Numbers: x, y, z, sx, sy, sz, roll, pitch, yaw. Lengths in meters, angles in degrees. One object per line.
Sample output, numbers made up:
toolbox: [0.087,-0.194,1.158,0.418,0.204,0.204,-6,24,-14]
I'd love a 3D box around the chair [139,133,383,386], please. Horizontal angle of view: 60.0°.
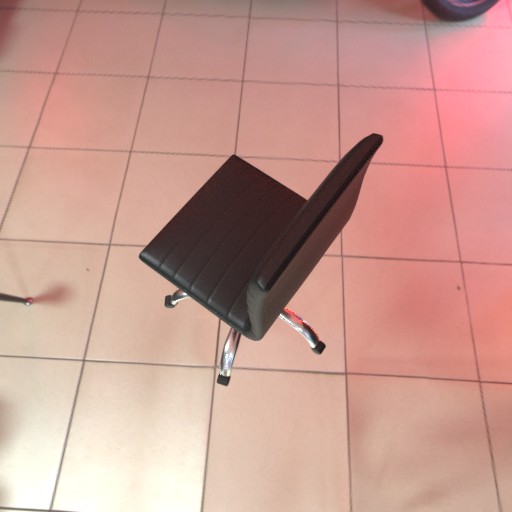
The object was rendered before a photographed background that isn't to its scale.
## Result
chair: [0.000,0.000,1.148,0.530,0.780,0.556,33,68,15]
